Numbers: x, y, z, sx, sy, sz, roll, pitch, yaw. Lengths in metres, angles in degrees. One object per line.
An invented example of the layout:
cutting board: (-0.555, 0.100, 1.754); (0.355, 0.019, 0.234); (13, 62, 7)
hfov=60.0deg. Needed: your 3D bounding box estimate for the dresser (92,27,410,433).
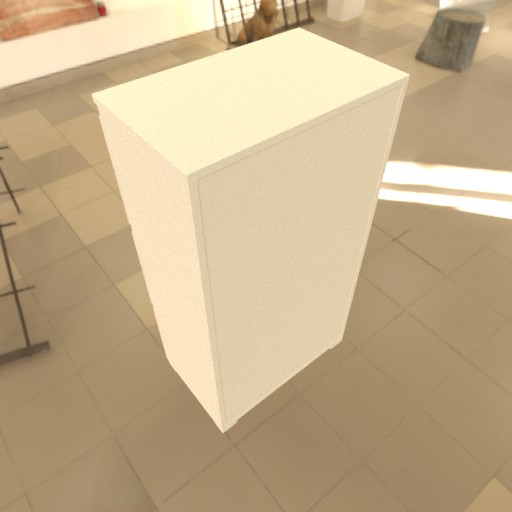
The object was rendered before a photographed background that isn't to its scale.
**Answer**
dresser: (0.000, 0.000, 1.485); (0.650, 1.190, 0.400); (-31, 54, -26)
